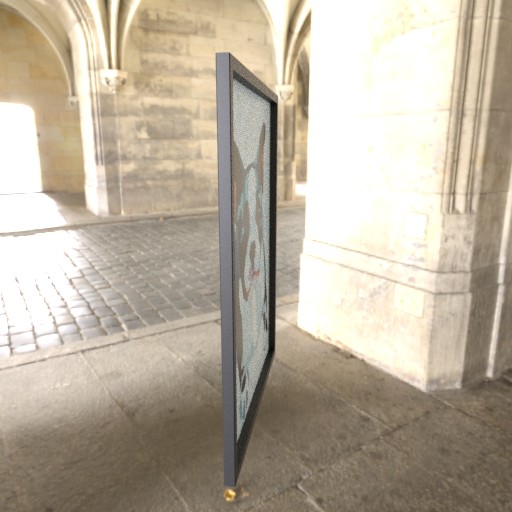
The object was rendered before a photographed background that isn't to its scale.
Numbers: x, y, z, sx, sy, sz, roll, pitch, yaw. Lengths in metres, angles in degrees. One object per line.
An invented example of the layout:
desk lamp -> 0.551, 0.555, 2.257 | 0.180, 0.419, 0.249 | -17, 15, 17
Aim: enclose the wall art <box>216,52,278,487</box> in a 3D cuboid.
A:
wall art -> 0.000, 0.000, 1.383 | 0.030, 1.027, 0.774 | 2, 14, 10
